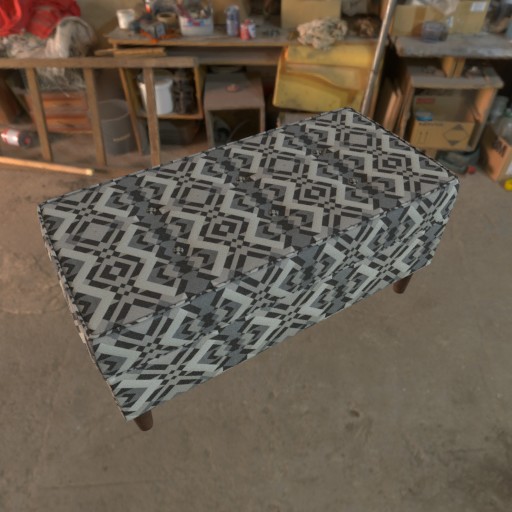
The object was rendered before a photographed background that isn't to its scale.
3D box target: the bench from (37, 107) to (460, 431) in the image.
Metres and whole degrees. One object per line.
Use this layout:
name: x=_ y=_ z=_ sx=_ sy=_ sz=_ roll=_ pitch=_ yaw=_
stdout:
bench: x=0.000 y=0.000 z=1.293 sx=1.016 sy=0.477 sz=0.492 roll=-23 pitch=50 yaw=-21
